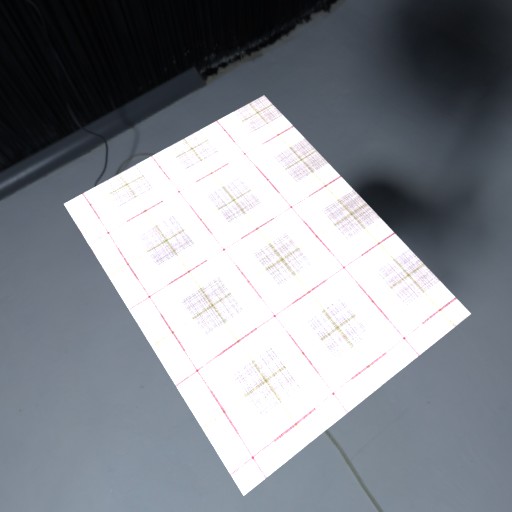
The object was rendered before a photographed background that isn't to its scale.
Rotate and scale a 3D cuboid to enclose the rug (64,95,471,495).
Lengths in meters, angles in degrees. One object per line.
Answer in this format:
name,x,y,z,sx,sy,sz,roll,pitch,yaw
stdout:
rug,0.000,0.000,3.939,2.317,0.016,2.959,-33,70,-14
